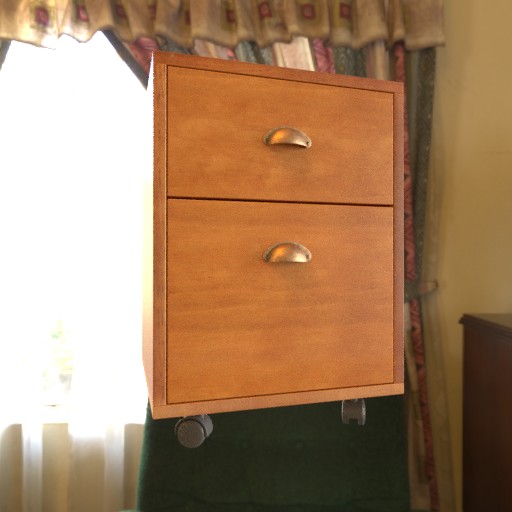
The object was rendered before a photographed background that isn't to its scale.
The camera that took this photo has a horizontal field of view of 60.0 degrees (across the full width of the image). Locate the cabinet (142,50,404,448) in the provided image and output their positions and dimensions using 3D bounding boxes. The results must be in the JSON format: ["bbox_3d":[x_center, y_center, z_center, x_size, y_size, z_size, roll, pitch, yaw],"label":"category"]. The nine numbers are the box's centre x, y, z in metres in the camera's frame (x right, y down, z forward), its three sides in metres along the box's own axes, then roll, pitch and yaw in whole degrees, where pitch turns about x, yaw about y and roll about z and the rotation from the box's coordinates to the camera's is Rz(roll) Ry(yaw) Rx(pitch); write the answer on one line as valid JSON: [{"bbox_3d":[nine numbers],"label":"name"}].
[{"bbox_3d":[0.000,0.000,0.852,0.409,0.579,0.401,0,0,-17],"label":"cabinet"}]
